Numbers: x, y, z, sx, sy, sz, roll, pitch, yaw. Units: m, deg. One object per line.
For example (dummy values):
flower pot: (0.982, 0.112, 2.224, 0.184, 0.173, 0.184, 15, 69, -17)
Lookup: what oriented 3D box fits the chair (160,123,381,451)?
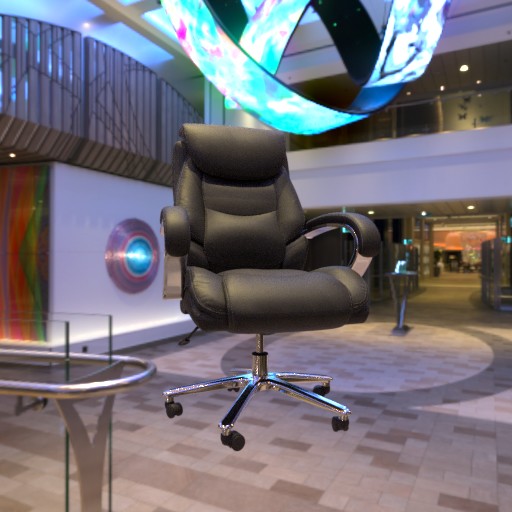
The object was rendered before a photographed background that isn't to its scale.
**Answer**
chair: (0.000, 0.000, 1.707, 0.755, 1.183, 0.790, 0, -1, -18)
